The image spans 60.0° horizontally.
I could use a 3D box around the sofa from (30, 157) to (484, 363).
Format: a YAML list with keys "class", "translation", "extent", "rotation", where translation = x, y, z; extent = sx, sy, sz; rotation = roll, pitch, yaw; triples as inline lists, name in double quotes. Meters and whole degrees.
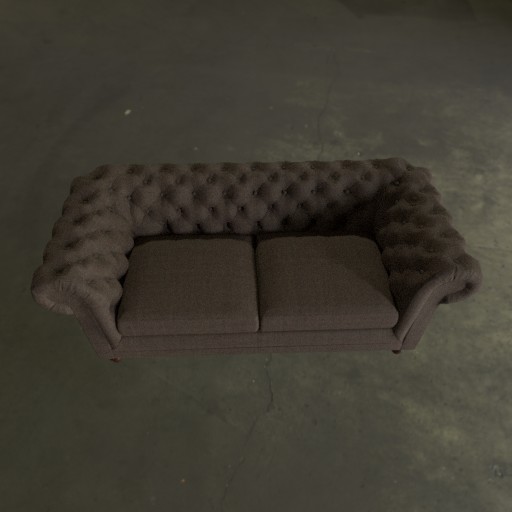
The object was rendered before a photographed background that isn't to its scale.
- class: "sofa"
  translation: [0.000, 0.000, 2.488]
  extent: [2.048, 0.780, 0.944]
  rotation: [-1, 47, -1]
